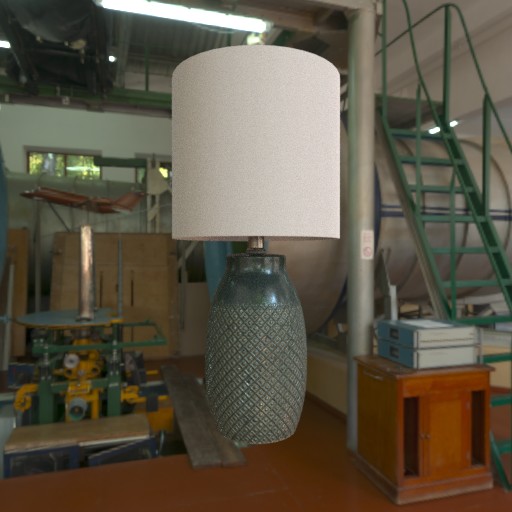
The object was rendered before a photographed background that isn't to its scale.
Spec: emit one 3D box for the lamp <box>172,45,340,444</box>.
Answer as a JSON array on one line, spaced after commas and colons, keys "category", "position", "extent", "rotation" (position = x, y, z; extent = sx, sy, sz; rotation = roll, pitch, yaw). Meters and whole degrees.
[{"category": "lamp", "position": [0.000, 0.000, 0.583], "extent": [0.217, 0.453, 0.217], "rotation": [0, 0, 17]}]
